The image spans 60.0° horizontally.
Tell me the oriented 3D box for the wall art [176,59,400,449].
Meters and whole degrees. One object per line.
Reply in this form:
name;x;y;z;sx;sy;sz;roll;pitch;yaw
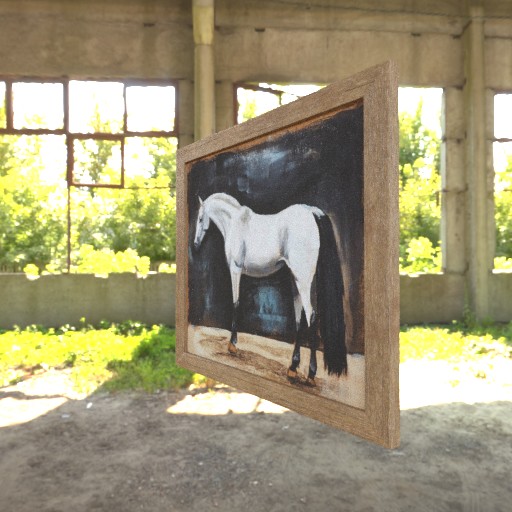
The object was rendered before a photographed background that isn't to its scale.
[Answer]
wall art;0.000;0.000;0.947;0.026;0.588;0.690;1;-1;-38
